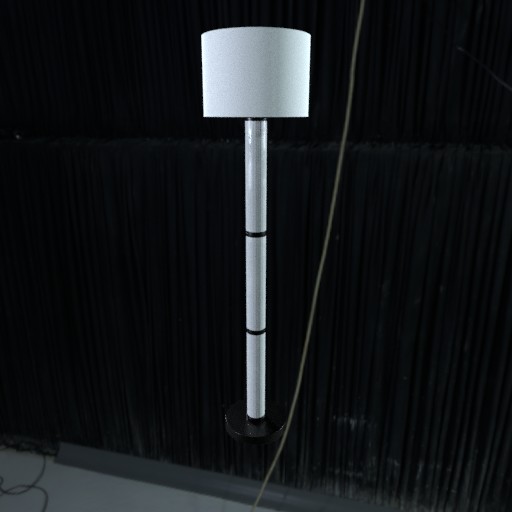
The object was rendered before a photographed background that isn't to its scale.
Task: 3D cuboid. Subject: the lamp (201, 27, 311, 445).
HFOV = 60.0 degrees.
[{"bbox_3d":[0.000,0.000,1.772,0.377,1.599,0.377,3,18,10],"label":"lamp"}]
